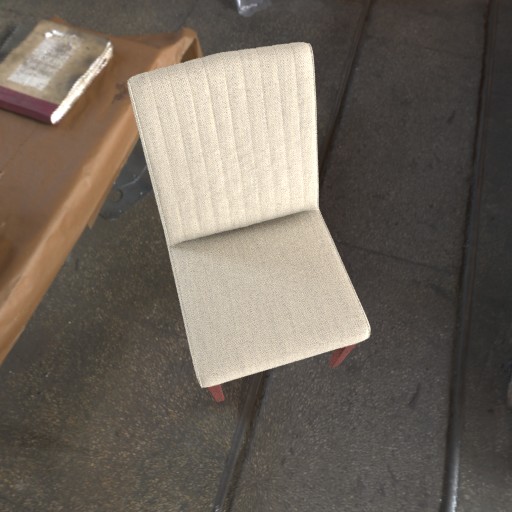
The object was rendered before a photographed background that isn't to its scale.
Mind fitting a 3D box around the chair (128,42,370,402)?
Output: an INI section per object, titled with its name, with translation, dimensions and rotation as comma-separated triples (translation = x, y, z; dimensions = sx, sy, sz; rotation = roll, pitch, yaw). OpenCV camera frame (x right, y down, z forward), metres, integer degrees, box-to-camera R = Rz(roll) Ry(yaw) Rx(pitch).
[chair]
translation = 0.000, 0.000, 1.250
dimensions = 0.480, 0.900, 0.594
rotation = -15, 64, -7
